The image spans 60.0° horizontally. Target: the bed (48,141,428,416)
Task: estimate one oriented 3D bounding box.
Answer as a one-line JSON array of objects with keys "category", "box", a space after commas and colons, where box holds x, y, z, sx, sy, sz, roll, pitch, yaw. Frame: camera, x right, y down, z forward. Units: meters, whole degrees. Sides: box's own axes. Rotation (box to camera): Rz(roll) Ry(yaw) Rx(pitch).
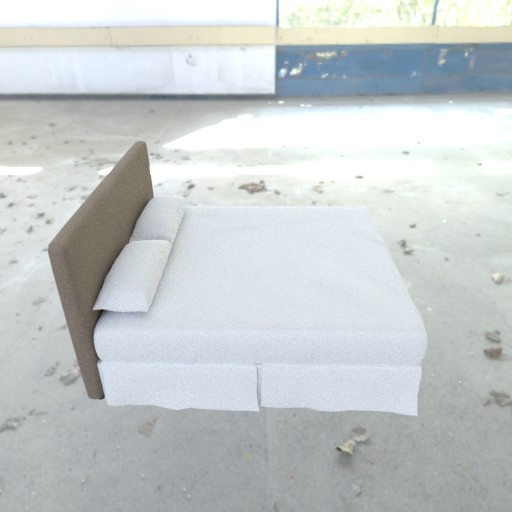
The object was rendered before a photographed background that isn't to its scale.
[{"category": "bed", "box": [0.000, 0.000, 3.625, 2.341, 1.317, 2.119, 0, 31, 1]}]
